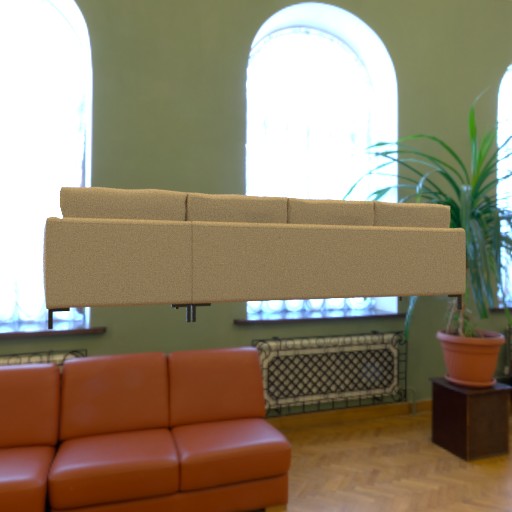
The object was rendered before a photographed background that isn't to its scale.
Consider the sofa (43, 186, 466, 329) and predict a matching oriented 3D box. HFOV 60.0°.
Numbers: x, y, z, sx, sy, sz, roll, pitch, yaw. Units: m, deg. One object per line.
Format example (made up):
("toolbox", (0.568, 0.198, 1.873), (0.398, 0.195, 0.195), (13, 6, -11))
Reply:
("sofa", (0.000, 0.000, 3.239), (2.731, 0.755, 1.258), (0, 0, -19))
